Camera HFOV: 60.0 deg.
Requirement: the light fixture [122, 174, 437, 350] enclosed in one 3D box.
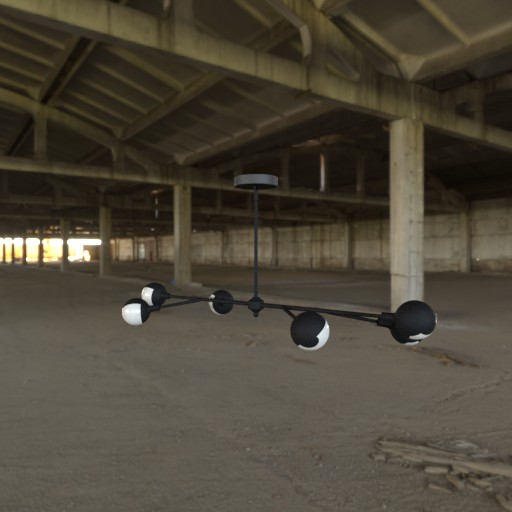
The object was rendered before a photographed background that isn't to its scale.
[{"bbox_3d":[0.000,0.000,1.028,0.434,0.362,0.778,0,1,-36],"label":"light fixture"}]
